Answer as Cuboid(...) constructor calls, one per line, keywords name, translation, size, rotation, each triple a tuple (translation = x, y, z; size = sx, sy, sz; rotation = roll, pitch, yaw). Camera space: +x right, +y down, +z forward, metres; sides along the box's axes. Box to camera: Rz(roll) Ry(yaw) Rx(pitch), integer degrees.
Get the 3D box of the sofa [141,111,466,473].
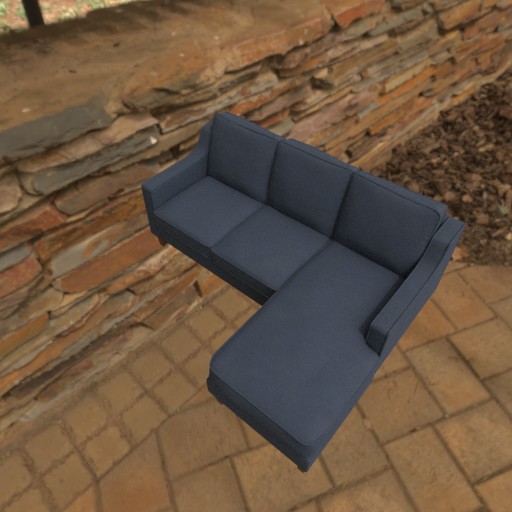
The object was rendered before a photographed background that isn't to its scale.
Cuboid(name="sofa", translation=(0.000, 0.000, 3.315), size=(2.317, 1.066, 1.858), rotation=(31, 54, 26))
